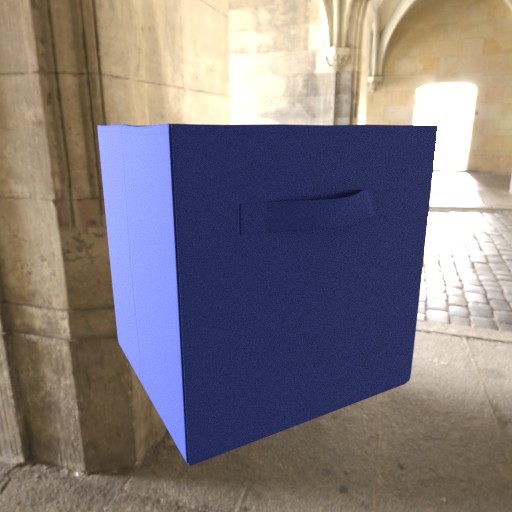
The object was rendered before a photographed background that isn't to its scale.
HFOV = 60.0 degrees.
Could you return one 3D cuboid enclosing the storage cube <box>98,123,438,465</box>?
[{"bbox_3d":[0.000,0.000,0.493,0.270,0.280,0.270,-9,18,-28],"label":"storage cube"}]
